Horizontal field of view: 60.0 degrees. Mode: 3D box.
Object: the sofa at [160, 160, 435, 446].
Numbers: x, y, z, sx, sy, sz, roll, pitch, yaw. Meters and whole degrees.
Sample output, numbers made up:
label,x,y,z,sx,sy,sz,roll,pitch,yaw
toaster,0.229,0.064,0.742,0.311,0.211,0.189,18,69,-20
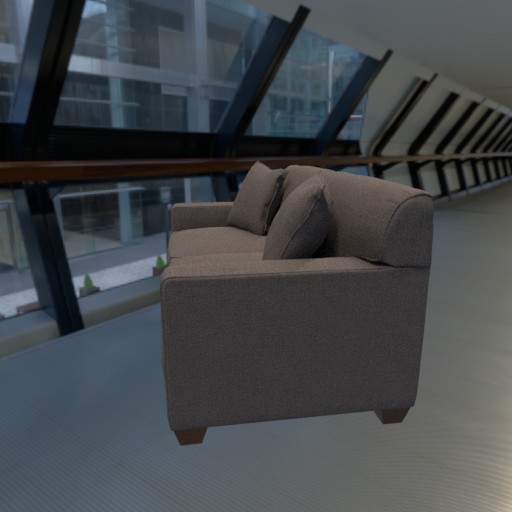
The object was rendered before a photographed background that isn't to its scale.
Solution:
label,x,y,z,sx,sy,sz,roll,pitch,yaw
sofa,0.000,0.000,2.413,1.000,0.958,1.846,-2,15,-9
